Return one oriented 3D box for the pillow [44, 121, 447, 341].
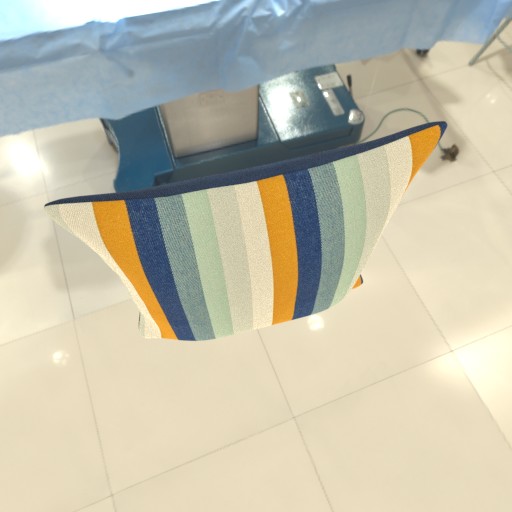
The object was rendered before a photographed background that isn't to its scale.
[{"bbox_3d":[0.000,0.000,0.692,0.463,0.454,0.173,-13,63,-7],"label":"pillow"}]
